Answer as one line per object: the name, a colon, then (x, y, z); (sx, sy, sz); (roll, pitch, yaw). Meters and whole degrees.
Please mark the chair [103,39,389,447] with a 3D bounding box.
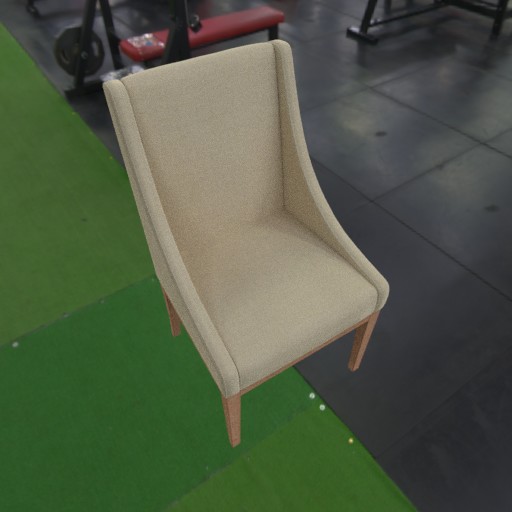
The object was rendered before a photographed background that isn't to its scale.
chair: (0.000, 0.000, 1.371); (0.575, 1.021, 0.611); (-25, 51, -22)
